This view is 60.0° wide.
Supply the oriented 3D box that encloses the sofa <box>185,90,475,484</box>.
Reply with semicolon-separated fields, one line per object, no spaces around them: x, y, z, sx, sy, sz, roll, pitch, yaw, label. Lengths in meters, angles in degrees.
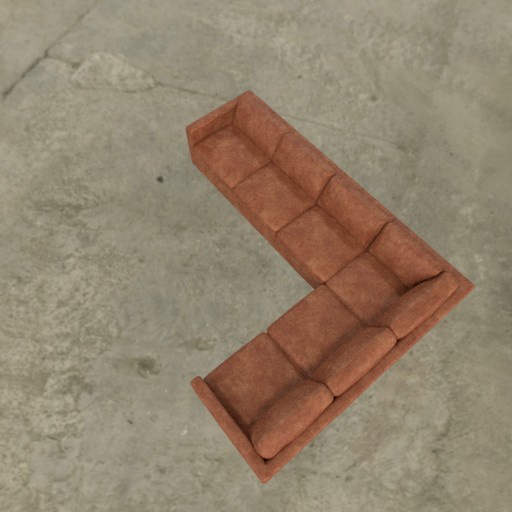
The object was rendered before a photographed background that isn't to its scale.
0.000;0.000;4.325;2.438;0.838;3.167;-36;68;-17;sofa
